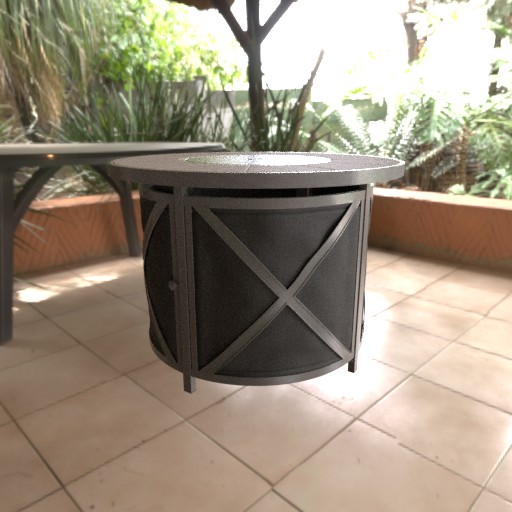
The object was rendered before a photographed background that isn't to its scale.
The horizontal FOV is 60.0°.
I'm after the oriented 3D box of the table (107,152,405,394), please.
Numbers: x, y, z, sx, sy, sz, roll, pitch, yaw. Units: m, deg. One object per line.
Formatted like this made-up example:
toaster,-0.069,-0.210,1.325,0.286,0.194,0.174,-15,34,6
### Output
table,0.000,0.000,1.519,0.914,0.650,0.914,0,16,0
